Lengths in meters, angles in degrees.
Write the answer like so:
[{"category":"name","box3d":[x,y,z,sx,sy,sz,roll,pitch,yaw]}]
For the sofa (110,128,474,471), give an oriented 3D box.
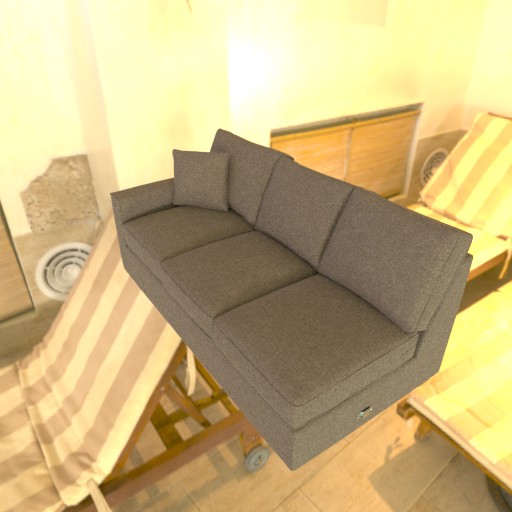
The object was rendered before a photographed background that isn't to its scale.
[{"category":"sofa","box3d":[0.000,0.000,2.534,1.034,0.946,1.963,-20,36,-29]}]
